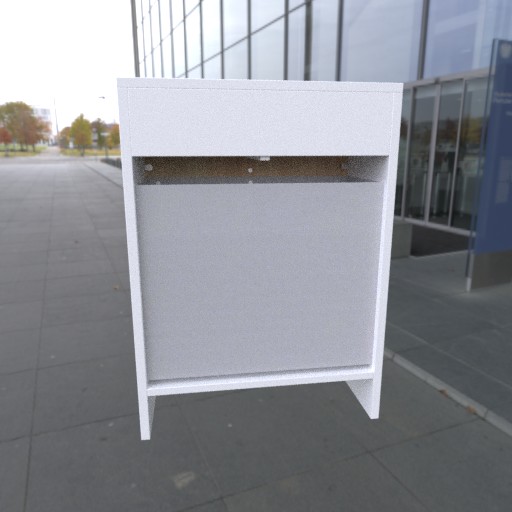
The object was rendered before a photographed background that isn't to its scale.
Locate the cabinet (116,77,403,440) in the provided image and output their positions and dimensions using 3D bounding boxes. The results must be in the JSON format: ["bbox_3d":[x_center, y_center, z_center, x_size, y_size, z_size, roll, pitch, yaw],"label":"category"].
[{"bbox_3d":[0.000,0.000,1.148,0.600,0.815,0.296,-2,14,-8],"label":"cabinet"}]
